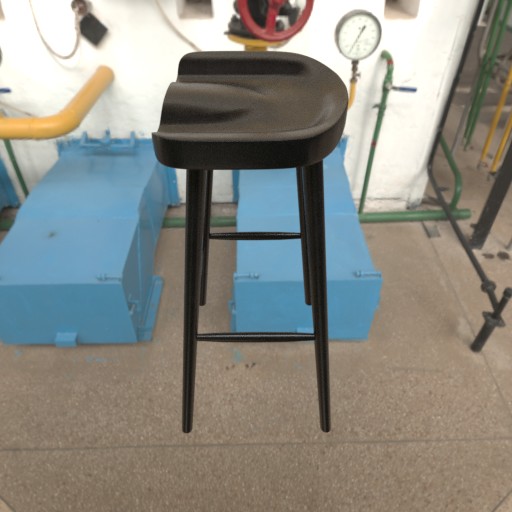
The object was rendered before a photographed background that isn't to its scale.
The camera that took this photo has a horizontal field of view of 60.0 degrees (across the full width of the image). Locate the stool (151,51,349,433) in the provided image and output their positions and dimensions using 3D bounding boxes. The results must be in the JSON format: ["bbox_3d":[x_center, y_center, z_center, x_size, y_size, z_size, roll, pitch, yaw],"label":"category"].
[{"bbox_3d":[0.000,0.000,0.986,0.361,0.749,0.440,0,41,0],"label":"stool"}]
